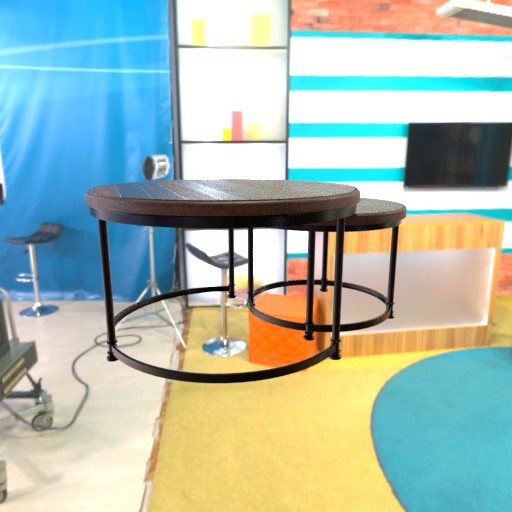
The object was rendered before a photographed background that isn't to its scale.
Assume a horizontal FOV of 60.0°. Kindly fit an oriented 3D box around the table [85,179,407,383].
[{"bbox_3d":[0.000,0.000,1.616,1.152,0.516,0.870,-12,18,-43],"label":"table"}]
